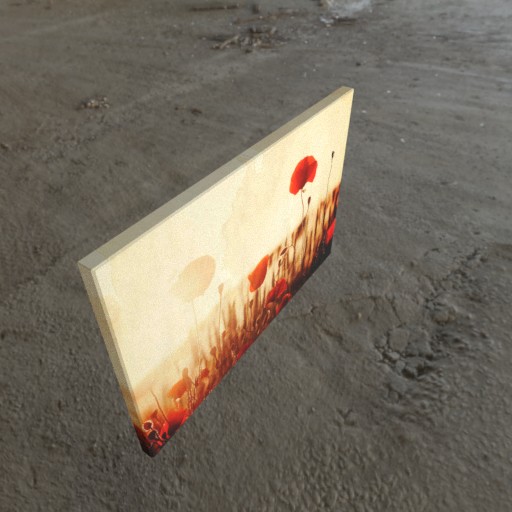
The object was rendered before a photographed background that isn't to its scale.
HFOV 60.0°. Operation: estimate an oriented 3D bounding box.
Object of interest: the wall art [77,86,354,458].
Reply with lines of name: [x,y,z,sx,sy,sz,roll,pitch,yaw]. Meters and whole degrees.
wall art: [0.000,0.000,1.151,0.038,0.602,0.918,24,46,26]
